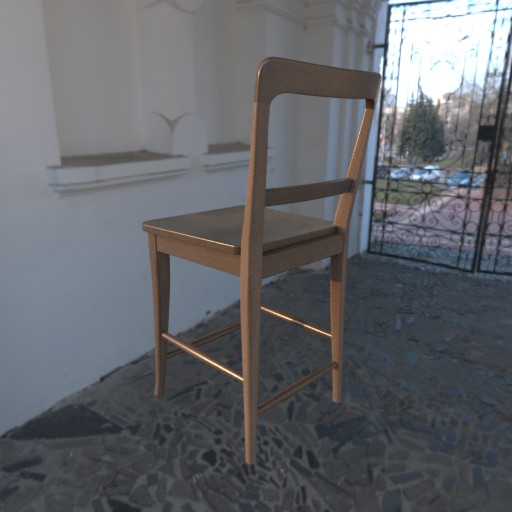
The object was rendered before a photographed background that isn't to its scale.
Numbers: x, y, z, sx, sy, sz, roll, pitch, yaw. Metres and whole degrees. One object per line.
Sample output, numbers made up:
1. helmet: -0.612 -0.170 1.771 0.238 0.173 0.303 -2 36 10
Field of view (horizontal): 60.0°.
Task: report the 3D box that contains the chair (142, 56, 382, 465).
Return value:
1. chair: 0.000 0.000 1.296 0.450 0.991 0.546 -15 22 -42
